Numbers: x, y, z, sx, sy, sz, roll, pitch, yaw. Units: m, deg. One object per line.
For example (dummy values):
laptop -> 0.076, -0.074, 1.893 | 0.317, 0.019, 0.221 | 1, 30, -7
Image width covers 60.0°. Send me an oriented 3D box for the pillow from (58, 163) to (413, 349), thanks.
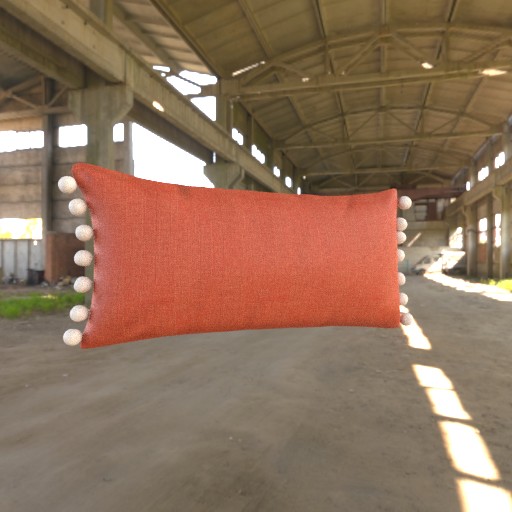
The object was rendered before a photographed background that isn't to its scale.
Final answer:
pillow -> 0.000, 0.000, 0.869 | 0.709, 0.322, 0.201 | 0, 0, -18
